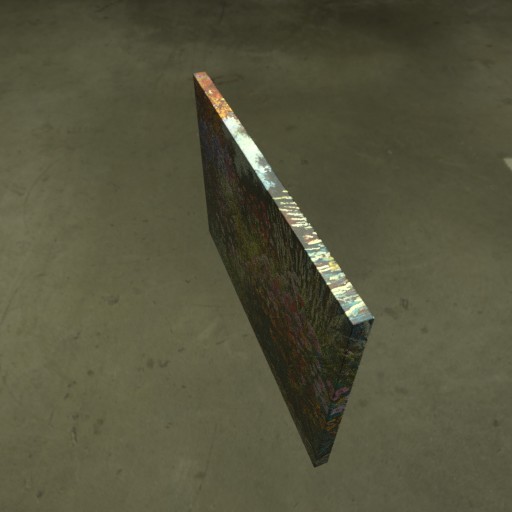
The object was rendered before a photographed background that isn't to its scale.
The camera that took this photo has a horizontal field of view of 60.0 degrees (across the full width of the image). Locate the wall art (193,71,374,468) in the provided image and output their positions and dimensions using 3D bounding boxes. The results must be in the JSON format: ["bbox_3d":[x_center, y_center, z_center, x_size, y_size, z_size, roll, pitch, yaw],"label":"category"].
[{"bbox_3d":[0.000,0.000,1.169,0.037,0.604,0.908,-15,48,-14],"label":"wall art"}]
